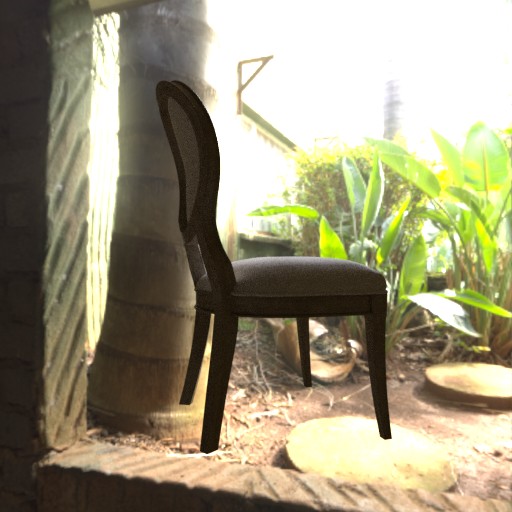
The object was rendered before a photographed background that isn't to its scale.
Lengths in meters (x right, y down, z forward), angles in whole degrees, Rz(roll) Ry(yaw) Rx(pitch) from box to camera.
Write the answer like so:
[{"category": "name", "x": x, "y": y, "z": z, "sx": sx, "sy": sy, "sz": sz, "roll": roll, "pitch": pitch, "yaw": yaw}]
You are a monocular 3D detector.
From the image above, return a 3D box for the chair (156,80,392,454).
[{"category": "chair", "x": 0.000, "y": 0.000, "z": 1.360, "sx": 0.602, "sy": 0.990, "sz": 0.558, "roll": 0, "pitch": 0, "yaw": -18}]
